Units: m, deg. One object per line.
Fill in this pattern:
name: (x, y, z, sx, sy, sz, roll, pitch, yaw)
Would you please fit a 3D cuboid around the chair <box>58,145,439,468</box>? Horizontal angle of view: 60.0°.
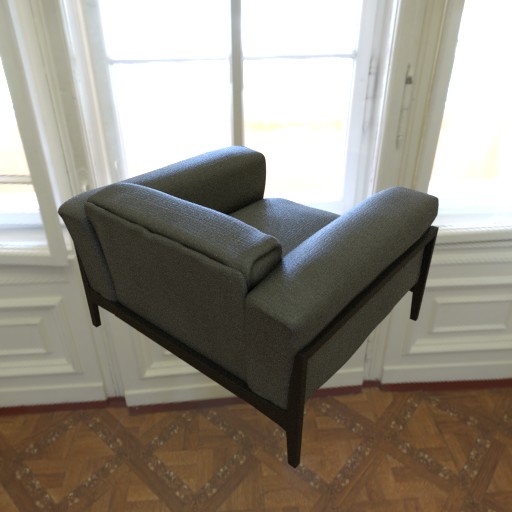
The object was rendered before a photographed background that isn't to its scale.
chair: (0.000, 0.000, 1.702, 1.056, 0.646, 0.969, 22, 37, 33)
